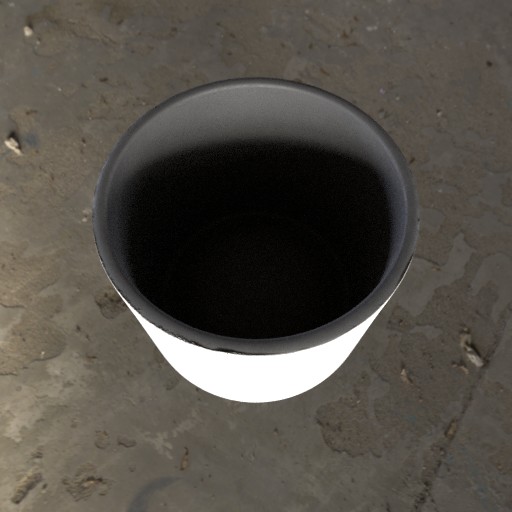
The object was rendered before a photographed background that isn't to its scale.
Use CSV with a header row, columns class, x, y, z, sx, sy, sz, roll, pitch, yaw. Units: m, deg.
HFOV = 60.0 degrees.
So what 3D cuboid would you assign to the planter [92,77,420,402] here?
class,x,y,z,sx,sy,sz,roll,pitch,yaw
planter,0.000,0.000,0.437,0.254,0.221,0.254,0,64,0
